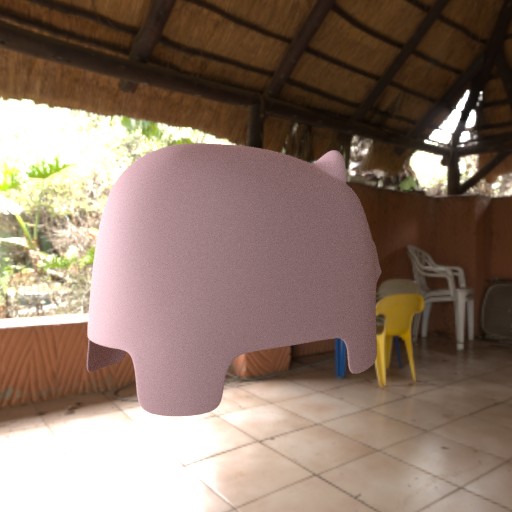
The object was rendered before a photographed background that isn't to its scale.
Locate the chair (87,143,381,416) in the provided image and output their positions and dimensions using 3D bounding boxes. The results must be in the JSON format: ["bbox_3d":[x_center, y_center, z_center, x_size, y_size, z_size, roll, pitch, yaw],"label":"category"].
[{"bbox_3d":[0.000,0.000,0.859,0.619,0.423,0.364,0,0,-37],"label":"chair"}]
